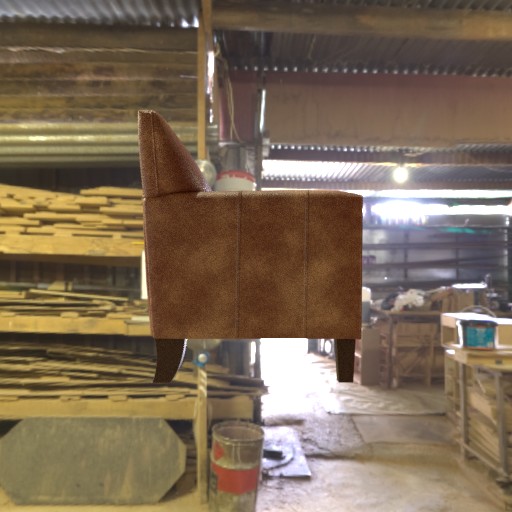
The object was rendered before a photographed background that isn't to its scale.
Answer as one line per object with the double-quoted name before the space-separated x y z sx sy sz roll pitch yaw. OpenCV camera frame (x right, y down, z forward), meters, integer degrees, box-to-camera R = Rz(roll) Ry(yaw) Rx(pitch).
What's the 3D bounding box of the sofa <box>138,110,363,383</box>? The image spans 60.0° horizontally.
"sofa" 0.000 0.000 2.504 0.805 0.947 2.053 0 -2 0
